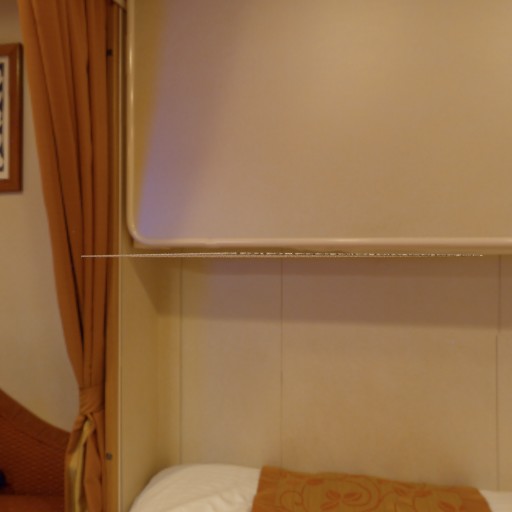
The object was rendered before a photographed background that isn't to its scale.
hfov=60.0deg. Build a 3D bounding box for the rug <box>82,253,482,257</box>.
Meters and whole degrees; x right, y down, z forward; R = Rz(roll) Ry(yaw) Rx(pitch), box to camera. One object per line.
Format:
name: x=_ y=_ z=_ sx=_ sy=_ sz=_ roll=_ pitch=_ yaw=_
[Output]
rug: x=0.000 y=0.000 z=4.180 sx=2.444 sy=0.013 sz=3.043 roll=0 pitch=0 yaw=-35
